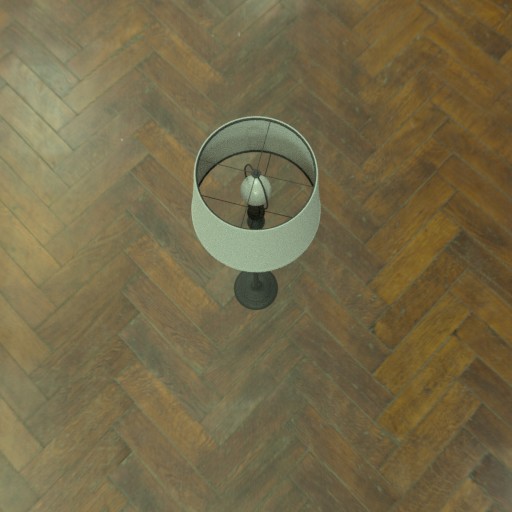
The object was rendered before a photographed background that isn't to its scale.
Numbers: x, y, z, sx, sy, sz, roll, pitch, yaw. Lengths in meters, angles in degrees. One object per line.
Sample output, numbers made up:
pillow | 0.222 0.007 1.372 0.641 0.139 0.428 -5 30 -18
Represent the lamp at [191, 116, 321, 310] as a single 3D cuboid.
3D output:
lamp | 0.000 0.000 1.636 0.327 1.506 0.327 -30 79 -7
